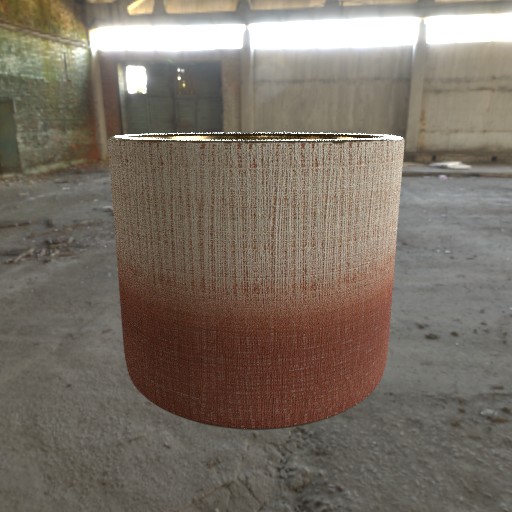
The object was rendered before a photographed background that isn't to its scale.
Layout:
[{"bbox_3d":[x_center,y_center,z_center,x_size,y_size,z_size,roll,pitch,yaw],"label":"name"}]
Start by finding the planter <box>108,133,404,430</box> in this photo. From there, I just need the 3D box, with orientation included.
[{"bbox_3d":[0.000,0.000,0.421,0.254,0.221,0.254,0,17,0],"label":"planter"}]
